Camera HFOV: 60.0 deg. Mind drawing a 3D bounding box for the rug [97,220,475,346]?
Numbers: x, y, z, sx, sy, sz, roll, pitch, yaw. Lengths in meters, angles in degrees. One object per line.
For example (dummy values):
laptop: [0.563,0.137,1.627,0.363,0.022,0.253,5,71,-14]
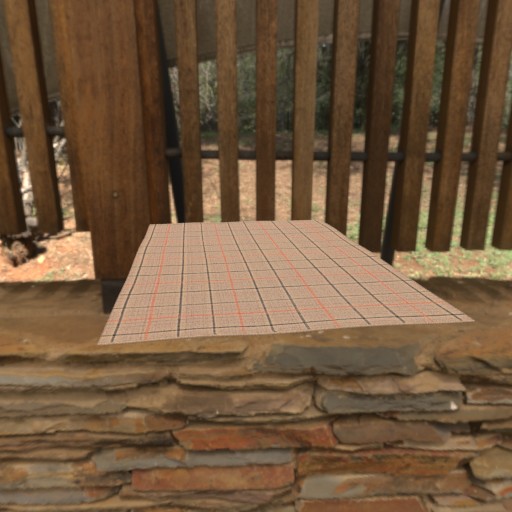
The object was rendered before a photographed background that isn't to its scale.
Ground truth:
rug: [0.000,0.000,2.275,1.220,0.013,1.829,-2,16,-8]
